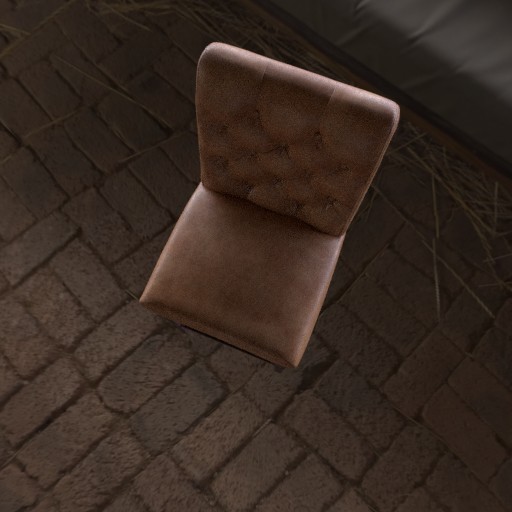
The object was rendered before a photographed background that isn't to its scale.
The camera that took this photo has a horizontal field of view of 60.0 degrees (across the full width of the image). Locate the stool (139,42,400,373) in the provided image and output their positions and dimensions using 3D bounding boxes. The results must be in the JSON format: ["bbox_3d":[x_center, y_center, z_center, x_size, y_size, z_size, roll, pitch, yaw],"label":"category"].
[{"bbox_3d":[0.000,0.000,1.441,0.493,1.140,0.601,21,74,6],"label":"stool"}]
